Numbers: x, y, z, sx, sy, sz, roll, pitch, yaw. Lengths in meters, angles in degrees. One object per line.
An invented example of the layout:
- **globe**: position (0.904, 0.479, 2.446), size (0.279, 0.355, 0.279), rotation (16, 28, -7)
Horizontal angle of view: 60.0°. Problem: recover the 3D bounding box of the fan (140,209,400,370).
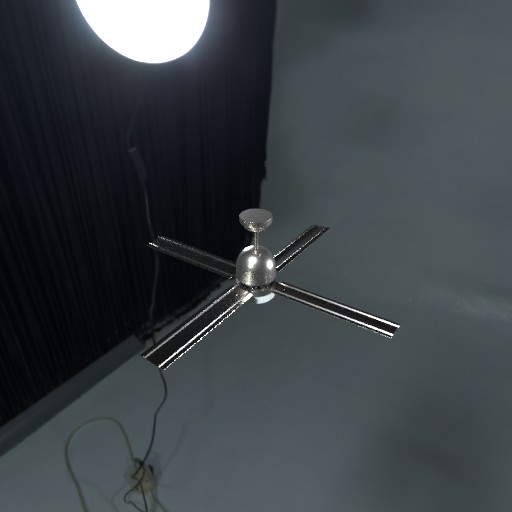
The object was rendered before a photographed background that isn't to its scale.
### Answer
- **fan**: position (0.000, 0.000, 2.022), size (1.346, 0.406, 1.346), rotation (18, 35, 28)
